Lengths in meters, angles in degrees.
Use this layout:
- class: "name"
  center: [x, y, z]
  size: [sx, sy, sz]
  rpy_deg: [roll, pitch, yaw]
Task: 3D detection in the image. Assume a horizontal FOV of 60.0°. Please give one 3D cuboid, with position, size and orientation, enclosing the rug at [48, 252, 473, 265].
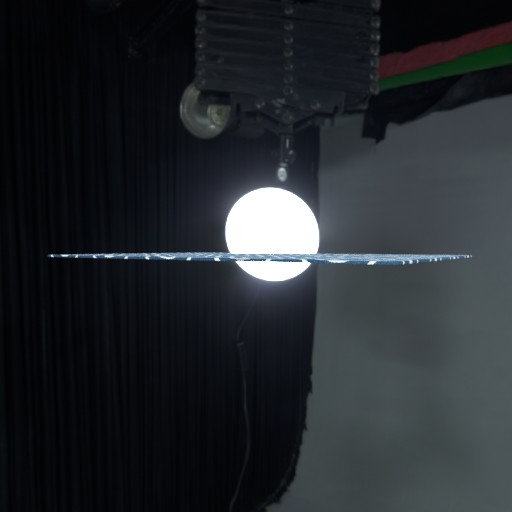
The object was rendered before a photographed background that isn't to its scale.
- class: "rug"
  center: [0.000, 0.000, 2.171]
  size: [1.753, 0.010, 1.143]
  rpy_deg: [1, 1, 36]
